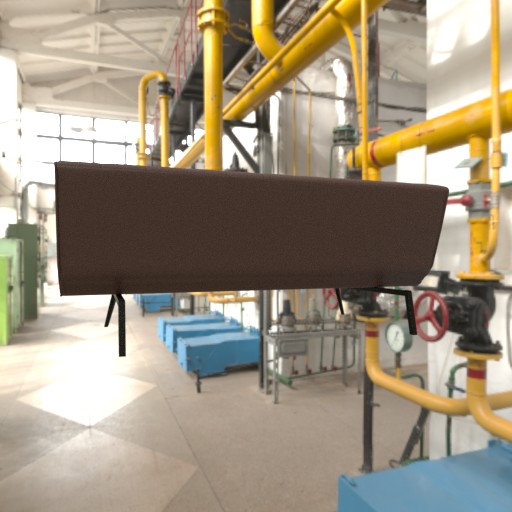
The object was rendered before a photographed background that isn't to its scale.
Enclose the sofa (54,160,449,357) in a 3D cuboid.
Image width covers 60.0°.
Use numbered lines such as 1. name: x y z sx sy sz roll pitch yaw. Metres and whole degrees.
1. sofa: 0.000 0.000 2.108 1.703 0.699 0.747 0 0 -20
